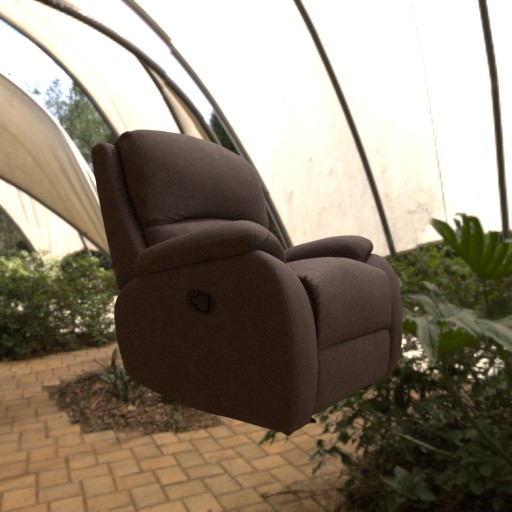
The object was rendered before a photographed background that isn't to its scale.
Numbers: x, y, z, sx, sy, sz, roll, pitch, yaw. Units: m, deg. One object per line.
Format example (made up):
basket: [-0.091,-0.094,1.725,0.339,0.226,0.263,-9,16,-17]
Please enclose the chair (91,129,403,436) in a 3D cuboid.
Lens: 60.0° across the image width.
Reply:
chair: [0.000,0.000,1.721,0.899,1.011,0.930,0,-1,35]
